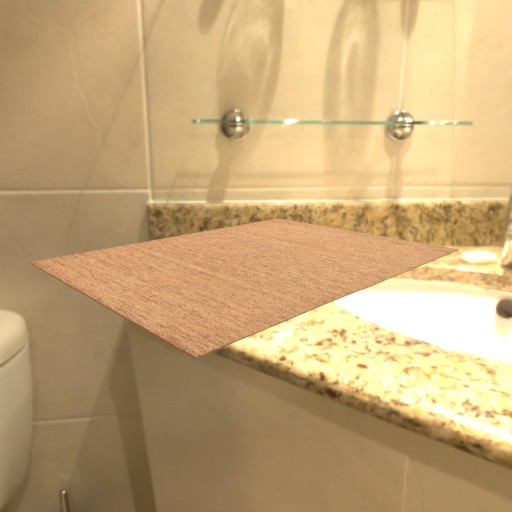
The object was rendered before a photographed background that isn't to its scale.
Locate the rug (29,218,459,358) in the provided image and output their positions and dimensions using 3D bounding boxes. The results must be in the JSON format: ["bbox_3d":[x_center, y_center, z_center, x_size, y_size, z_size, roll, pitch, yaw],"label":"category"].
[{"bbox_3d":[0.000,0.000,4.139,3.205,0.013,2.448,-14,20,-42],"label":"rug"}]
